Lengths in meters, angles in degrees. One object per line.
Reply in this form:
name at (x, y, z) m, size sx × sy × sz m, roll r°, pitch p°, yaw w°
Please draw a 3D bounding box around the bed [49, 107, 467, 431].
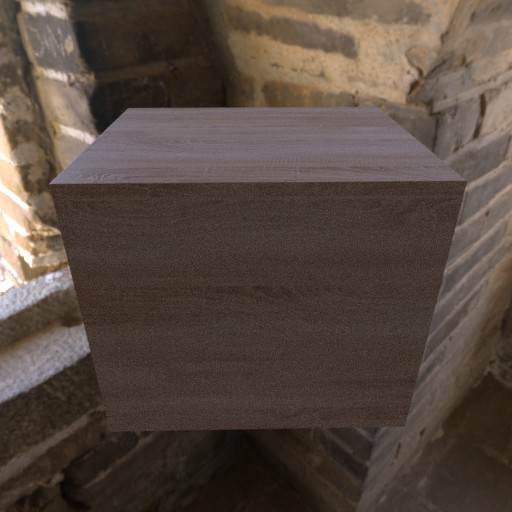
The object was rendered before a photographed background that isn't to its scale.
bed at (0.000, 0.000, 0.765) m, size 0.460 × 0.420 × 0.401 m, roll -1°, pitch 30°, yaw -1°
